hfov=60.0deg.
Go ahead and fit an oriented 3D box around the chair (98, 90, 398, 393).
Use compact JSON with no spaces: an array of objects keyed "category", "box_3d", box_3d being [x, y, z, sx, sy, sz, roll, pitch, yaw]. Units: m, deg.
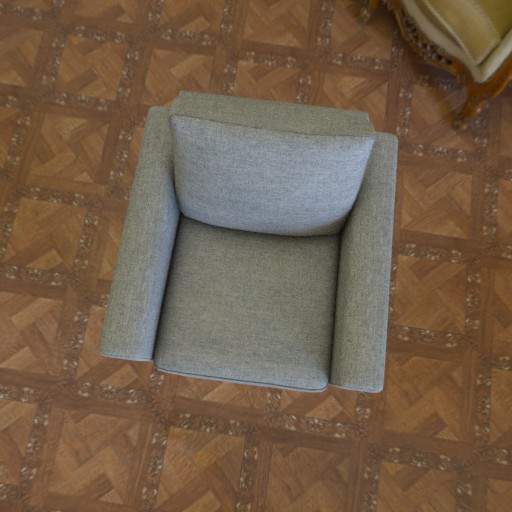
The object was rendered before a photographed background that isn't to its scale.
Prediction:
[{"category":"chair","box_3d":[0.000,0.000,1.853,1.024,1.010,1.038,7,76,2]}]
